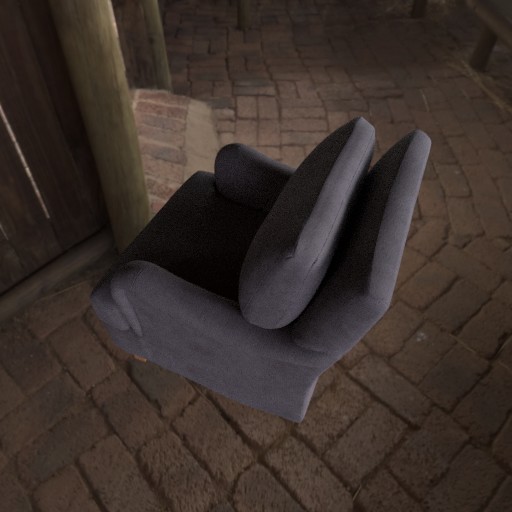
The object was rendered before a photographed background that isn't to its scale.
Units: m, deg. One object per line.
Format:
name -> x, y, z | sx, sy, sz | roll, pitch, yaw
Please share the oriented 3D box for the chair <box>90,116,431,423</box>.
chair -> 0.000, 0.000, 1.827 | 1.070, 0.997, 0.955 | 17, 48, 15
